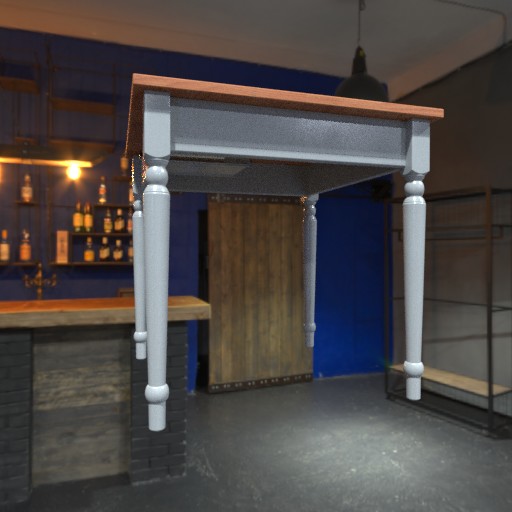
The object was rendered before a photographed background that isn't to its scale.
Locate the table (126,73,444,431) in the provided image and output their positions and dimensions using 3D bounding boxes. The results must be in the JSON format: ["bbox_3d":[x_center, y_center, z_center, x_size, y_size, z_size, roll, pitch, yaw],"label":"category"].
[{"bbox_3d":[0.000,0.000,1.353,0.747,0.738,0.747,0,1,-17],"label":"table"}]
